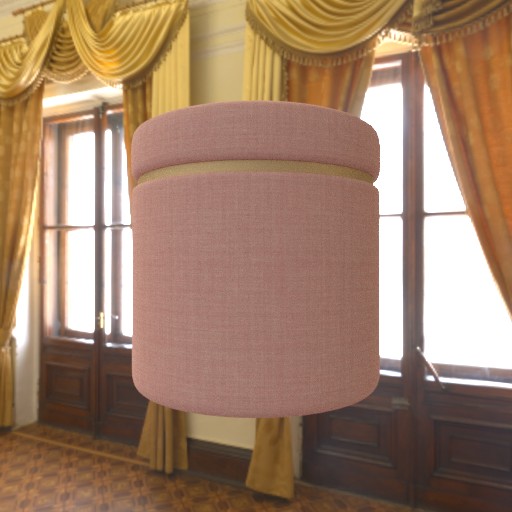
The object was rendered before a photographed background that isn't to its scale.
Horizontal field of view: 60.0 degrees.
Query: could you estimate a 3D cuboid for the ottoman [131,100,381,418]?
[{"bbox_3d":[0.000,0.000,0.736,0.400,0.406,0.400,0,0,0],"label":"ottoman"}]
